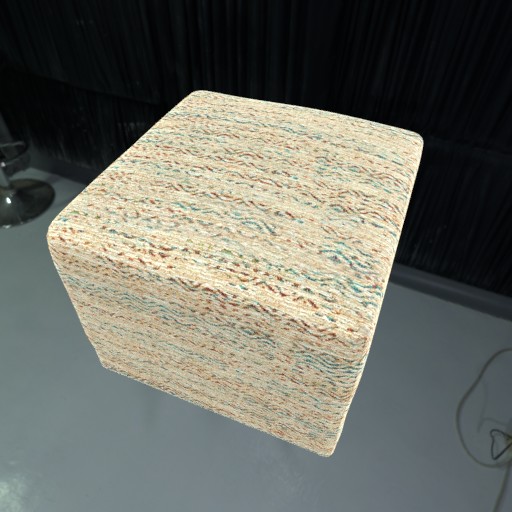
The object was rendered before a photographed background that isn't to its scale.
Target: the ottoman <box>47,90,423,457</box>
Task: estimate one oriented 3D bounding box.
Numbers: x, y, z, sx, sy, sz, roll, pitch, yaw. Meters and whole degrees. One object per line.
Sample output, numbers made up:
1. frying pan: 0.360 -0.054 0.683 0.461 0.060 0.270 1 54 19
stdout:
1. ottoman: 0.000 0.000 0.899 0.512 0.453 0.521 16 48 15
